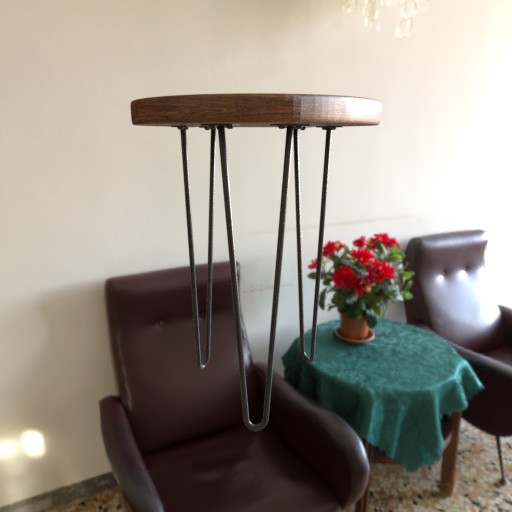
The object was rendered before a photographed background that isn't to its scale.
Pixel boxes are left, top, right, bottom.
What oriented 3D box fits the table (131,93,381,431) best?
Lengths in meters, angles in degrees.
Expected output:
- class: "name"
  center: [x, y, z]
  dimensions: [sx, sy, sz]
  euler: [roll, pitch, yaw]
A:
- class: "table"
  center: [0.000, 0.000, 0.799]
  dimensions: [0.400, 0.520, 0.400]
  euler: [0, 15, 0]
